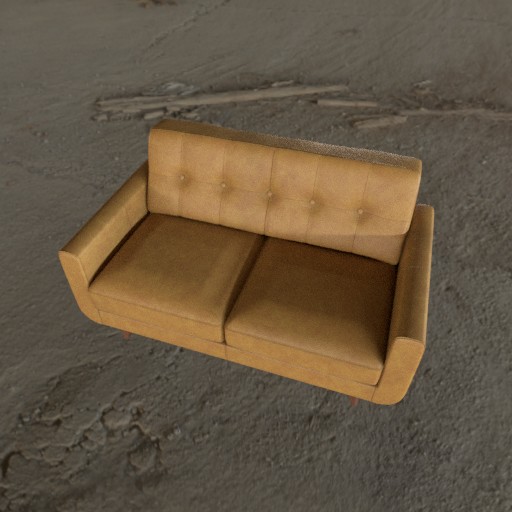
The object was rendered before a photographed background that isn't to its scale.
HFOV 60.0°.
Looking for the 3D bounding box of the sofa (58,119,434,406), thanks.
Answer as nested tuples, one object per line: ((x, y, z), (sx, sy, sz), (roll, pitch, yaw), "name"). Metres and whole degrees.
((0.000, 0.000, 2.275), (1.651, 0.925, 0.952), (13, 44, 13), "sofa")
